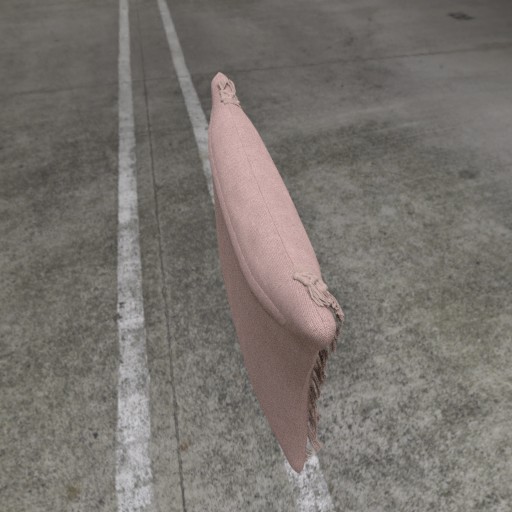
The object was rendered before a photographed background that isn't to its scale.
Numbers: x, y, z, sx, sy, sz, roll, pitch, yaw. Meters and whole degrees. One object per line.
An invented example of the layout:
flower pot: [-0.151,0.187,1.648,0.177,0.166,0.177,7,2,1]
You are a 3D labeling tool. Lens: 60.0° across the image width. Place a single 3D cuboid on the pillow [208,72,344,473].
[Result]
pillow: [0.000,0.000,0.587,0.084,0.305,0.466,-10,46,-9]
